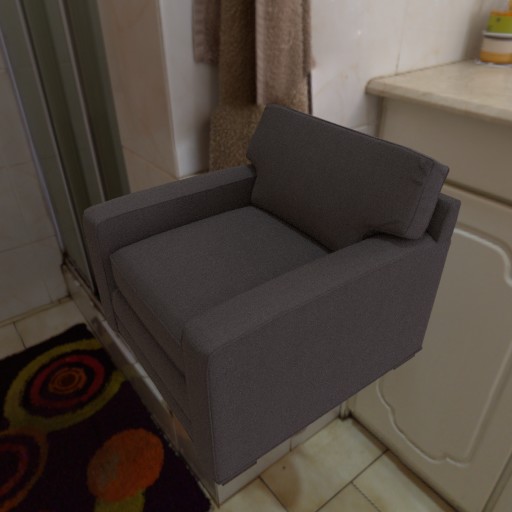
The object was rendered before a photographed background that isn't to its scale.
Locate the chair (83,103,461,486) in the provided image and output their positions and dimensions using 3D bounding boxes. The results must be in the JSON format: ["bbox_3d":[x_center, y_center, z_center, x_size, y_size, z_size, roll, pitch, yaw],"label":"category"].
[{"bbox_3d":[0.000,0.000,1.752,1.043,0.913,0.997,-21,39,-29],"label":"chair"}]
